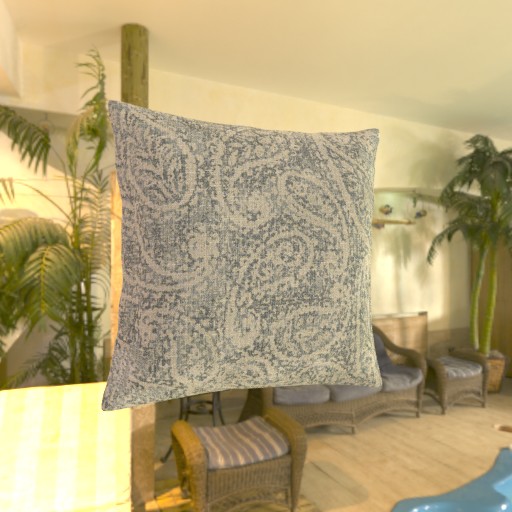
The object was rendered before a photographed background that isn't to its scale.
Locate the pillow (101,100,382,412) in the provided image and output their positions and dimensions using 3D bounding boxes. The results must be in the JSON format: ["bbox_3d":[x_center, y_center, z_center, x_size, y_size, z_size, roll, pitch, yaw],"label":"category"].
[{"bbox_3d":[0.000,0.000,0.797,0.523,0.510,0.166,0,-1,-18],"label":"pillow"}]
